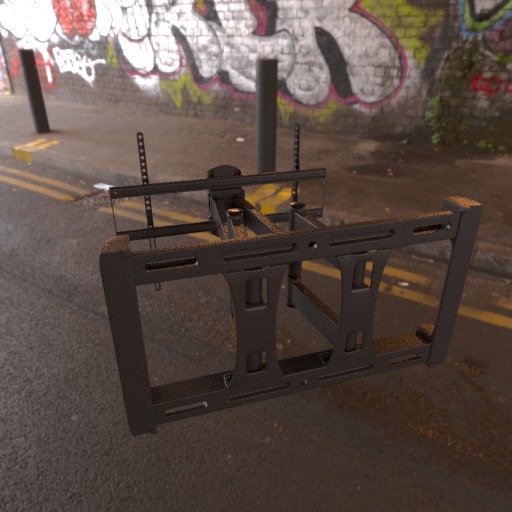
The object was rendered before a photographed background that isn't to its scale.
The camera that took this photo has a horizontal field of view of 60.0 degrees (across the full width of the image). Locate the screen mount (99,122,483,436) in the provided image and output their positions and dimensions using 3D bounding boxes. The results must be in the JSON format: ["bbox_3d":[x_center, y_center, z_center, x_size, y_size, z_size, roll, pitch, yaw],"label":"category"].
[{"bbox_3d":[0.000,0.000,1.069,0.661,0.491,0.644,-8,28,-15],"label":"screen mount"}]
